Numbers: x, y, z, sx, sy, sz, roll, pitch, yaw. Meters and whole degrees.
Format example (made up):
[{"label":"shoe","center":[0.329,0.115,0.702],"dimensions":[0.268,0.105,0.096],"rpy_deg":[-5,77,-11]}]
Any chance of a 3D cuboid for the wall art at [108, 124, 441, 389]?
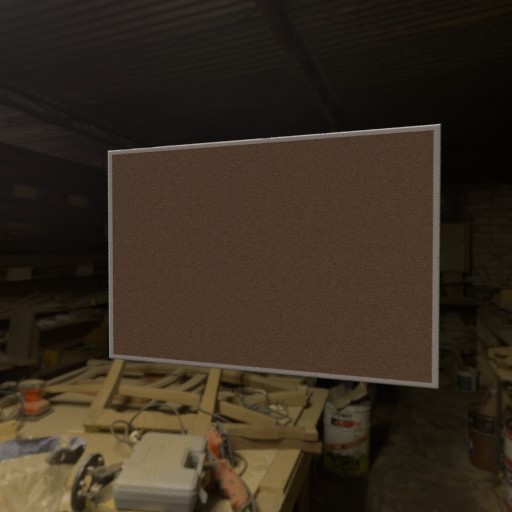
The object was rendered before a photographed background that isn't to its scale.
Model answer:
[{"label":"wall art","center":[0.000,0.000,1.481],"dimensions":[1.136,0.769,0.040],"rpy_deg":[0,1,18]}]
